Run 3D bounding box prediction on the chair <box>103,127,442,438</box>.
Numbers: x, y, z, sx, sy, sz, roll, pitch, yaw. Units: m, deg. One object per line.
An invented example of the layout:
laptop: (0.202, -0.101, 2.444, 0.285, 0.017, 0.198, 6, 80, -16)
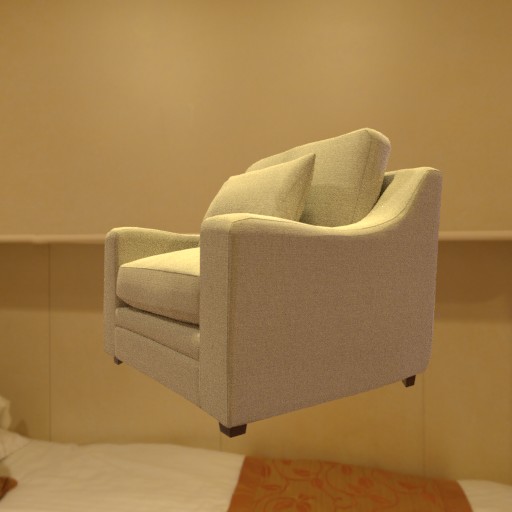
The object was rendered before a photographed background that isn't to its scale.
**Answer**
chair: (0.000, 0.000, 1.938, 1.009, 1.016, 1.178, 0, 1, -35)
